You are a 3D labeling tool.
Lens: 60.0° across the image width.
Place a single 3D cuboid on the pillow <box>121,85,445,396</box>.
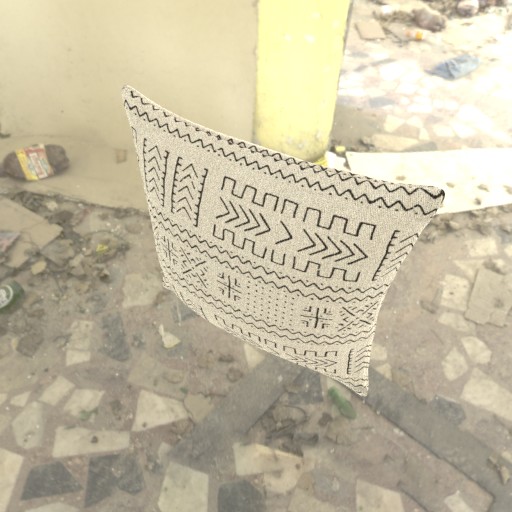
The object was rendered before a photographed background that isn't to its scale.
[{"bbox_3d":[0.000,0.000,0.664,0.438,0.430,0.164,25,52,21],"label":"pillow"}]
